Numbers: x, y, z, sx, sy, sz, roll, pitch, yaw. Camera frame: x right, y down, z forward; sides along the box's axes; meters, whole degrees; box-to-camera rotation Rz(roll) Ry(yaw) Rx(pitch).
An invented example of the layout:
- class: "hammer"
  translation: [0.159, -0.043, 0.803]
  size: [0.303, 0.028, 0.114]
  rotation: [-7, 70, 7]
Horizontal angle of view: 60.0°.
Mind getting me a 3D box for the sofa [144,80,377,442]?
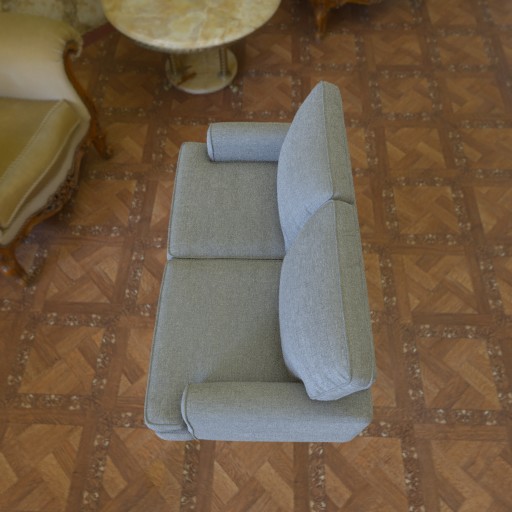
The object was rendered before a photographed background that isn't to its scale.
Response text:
- class: "sofa"
  translation: [0.000, 0.000, 2.224]
  size: [0.965, 0.965, 1.651]
  rotation: [1, 59, 0]
